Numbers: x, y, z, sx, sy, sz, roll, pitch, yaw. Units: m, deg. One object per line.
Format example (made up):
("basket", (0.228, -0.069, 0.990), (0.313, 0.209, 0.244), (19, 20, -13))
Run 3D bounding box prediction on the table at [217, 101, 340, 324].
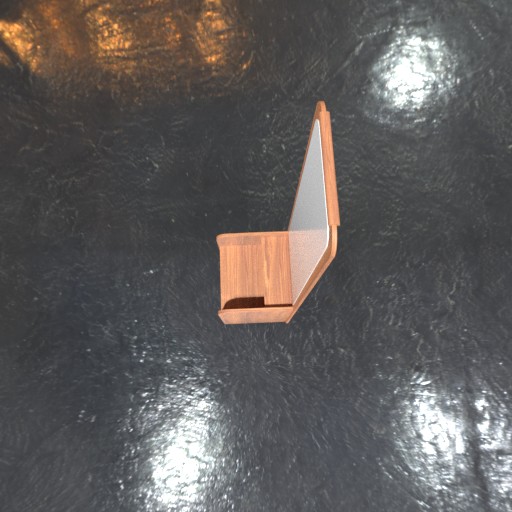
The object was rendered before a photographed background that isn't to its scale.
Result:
("table", (0.000, 0.000, 2.026), (0.420, 1.830, 0.450), (-2, 76, -1))
